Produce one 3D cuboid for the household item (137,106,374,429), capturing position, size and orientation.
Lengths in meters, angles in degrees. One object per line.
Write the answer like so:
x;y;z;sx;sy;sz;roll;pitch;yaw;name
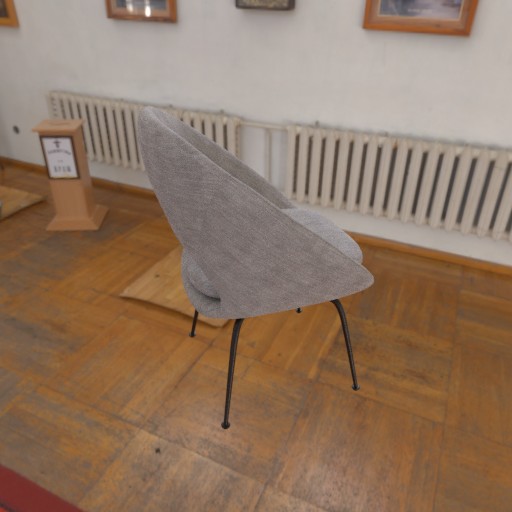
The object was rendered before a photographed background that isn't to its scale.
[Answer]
0.000;0.000;1.318;0.587;0.869;0.643;-10;31;-17;household item
